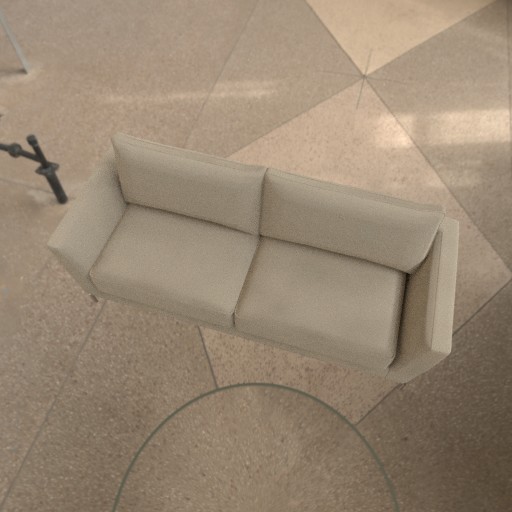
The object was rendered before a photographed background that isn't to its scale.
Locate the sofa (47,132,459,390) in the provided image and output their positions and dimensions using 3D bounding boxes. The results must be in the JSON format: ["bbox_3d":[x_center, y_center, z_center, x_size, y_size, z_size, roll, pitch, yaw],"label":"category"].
[{"bbox_3d":[0.000,0.000,2.712,2.214,1.005,0.868,14,59,9],"label":"sofa"}]
